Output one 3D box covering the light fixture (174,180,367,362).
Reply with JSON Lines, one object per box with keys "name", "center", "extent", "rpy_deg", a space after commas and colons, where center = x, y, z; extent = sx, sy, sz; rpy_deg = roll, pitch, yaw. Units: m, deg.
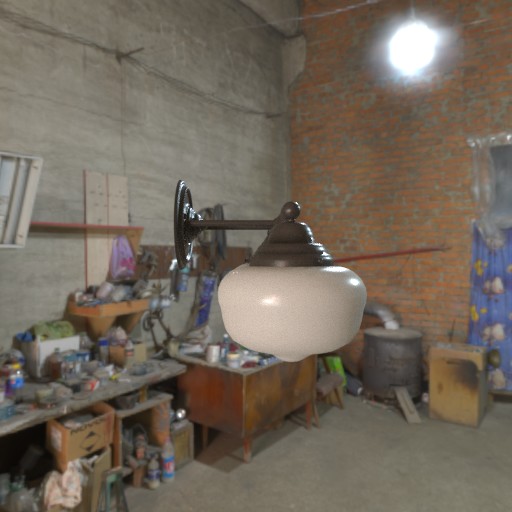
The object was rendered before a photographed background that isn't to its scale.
{"name": "light fixture", "center": [0.000, 0.000, 0.710], "extent": [0.239, 0.242, 0.587], "rpy_deg": [0, -1, -1]}
